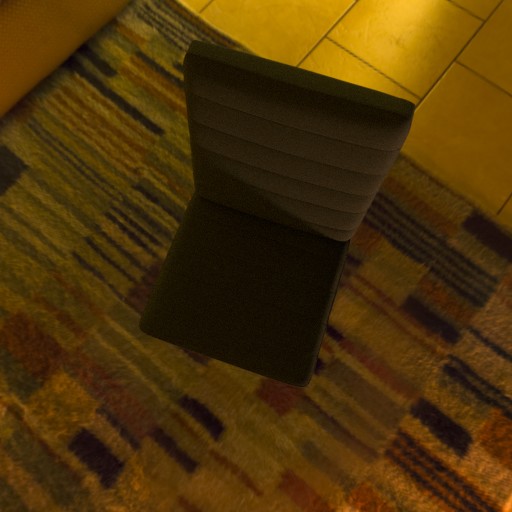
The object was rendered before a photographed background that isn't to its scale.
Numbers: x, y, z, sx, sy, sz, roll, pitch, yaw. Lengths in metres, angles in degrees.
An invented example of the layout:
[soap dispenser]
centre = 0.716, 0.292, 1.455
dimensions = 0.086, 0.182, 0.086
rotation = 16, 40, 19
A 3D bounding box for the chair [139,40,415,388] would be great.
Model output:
[chair]
centre = 0.000, 0.000, 1.304
dimensions = 0.520, 0.930, 0.634
rotation = 18, 76, 5
